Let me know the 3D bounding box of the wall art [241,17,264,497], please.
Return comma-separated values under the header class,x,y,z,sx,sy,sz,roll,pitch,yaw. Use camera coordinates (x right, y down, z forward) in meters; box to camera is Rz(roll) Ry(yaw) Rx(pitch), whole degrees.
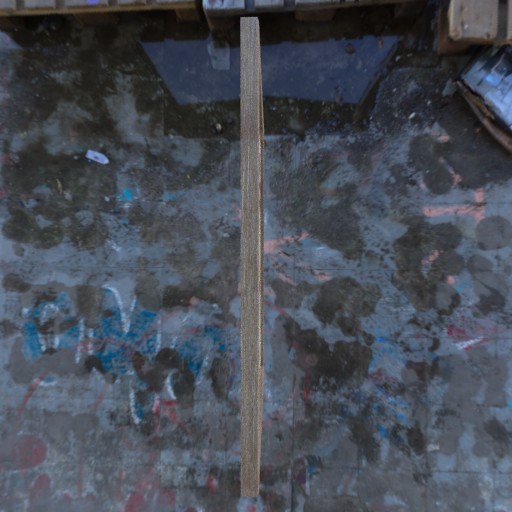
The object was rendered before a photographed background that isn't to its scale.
class,x,y,z,sx,sy,sz,roll,pitch,yaw
wall art,0.000,0.000,0.931,0.026,0.588,0.690,0,91,2
